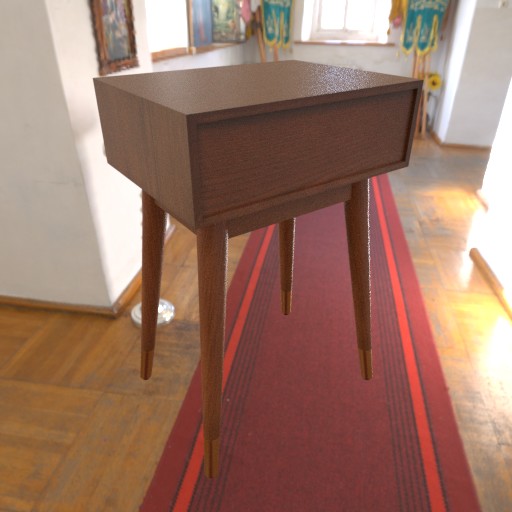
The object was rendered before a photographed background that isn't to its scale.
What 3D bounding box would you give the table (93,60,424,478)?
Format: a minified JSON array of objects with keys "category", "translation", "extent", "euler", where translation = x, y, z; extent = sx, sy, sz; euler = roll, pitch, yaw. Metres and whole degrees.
[{"category":"table","translation":[0.000,0.000,0.797],"extent":[0.406,0.599,0.300],"euler":[-20,36,-30]}]
